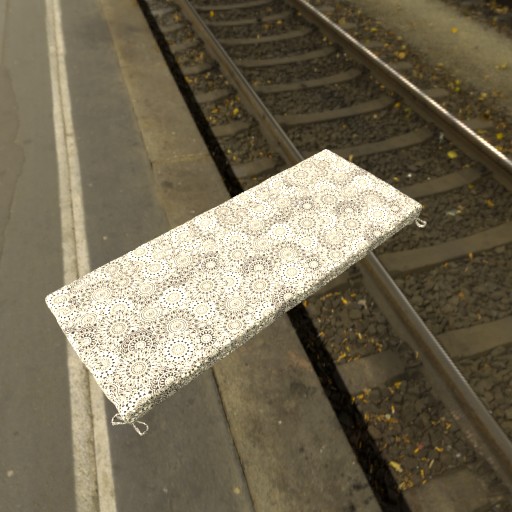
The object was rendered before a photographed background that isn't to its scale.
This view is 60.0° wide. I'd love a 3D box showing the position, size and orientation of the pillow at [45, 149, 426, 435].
[{"bbox_3d":[0.000,0.000,1.379,1.187,0.081,0.492,-32,54,-26],"label":"pillow"}]
